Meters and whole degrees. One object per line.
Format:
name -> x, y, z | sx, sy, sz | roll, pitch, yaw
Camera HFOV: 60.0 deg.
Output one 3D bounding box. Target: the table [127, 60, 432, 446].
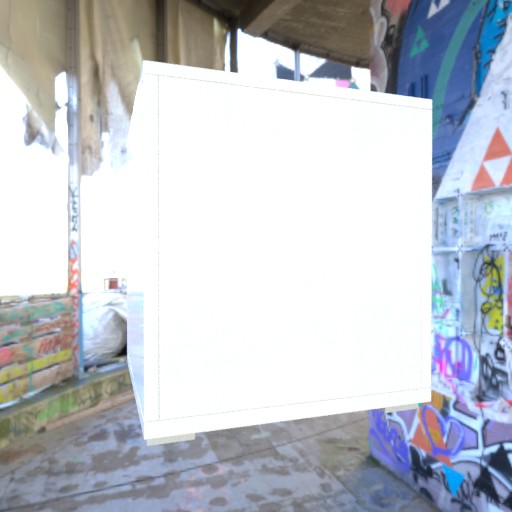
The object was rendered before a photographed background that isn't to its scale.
table -> 0.000, 0.000, 0.785 | 0.420, 0.470, 0.400 | 0, 1, -19
